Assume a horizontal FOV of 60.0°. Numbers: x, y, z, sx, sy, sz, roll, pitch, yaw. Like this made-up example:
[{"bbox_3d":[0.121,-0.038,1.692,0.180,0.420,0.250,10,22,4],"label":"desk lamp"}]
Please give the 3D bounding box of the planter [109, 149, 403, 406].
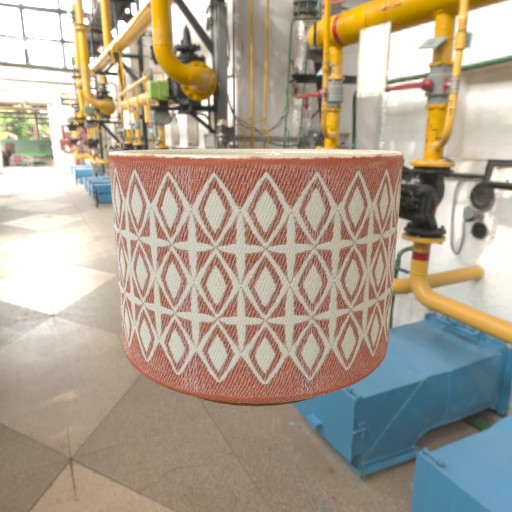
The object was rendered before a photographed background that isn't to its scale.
[{"bbox_3d":[0.000,0.000,0.321,0.192,0.148,0.192,0,14,0],"label":"planter"}]
